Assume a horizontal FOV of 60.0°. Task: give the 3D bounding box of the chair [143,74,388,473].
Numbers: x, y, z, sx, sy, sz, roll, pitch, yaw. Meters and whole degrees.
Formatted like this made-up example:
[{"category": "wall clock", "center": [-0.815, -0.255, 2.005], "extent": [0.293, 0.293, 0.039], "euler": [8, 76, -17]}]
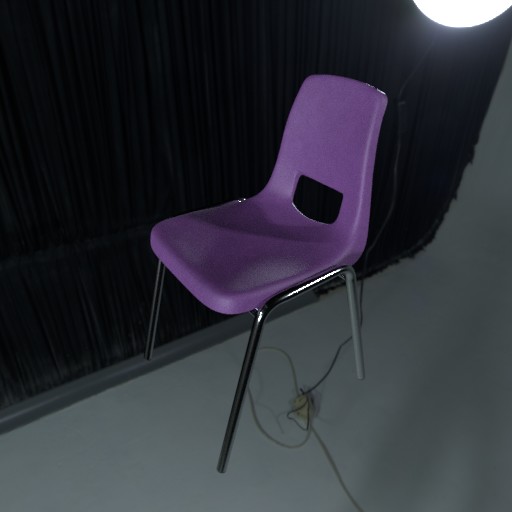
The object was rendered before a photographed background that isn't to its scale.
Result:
[{"category": "chair", "center": [0.000, 0.000, 0.916], "extent": [0.432, 0.654, 0.381], "euler": [-20, 37, -29]}]
